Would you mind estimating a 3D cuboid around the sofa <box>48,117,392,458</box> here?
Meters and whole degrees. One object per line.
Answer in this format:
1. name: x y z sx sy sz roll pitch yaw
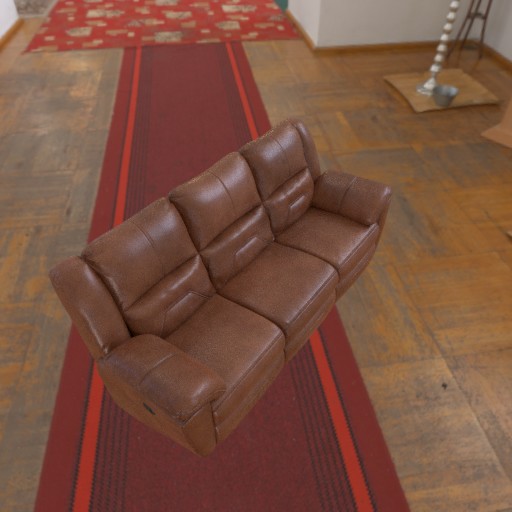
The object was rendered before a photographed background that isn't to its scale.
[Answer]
1. sofa: 0.000 0.000 2.930 0.991 1.043 2.337 26 48 26
